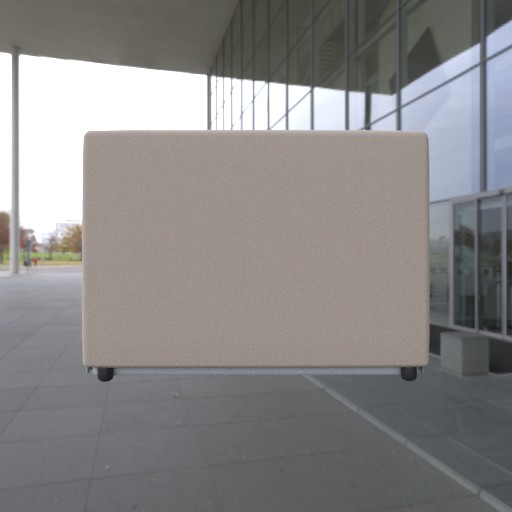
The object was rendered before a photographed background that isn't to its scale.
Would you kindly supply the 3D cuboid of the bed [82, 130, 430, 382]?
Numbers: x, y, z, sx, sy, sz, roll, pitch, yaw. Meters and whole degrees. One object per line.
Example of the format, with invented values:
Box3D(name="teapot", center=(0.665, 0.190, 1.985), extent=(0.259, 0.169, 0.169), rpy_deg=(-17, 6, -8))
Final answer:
Box3D(name="bed", center=(0.000, 0.000, 3.354), extent=(1.884, 1.330, 2.142), rpy_deg=(0, 0, 0))
